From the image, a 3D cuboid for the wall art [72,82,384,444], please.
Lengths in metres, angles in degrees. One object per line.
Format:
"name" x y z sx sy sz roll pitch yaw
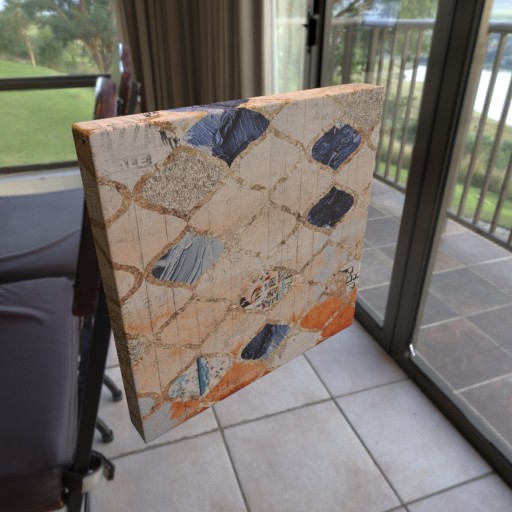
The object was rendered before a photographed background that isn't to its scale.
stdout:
"wall art" 0.000 0.000 0.452 0.303 0.304 0.036 -21 36 -33
